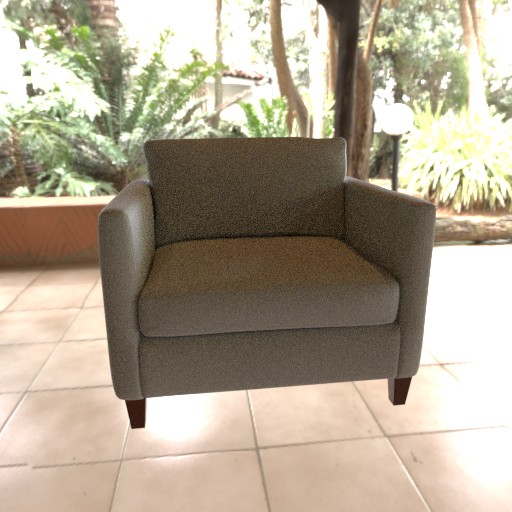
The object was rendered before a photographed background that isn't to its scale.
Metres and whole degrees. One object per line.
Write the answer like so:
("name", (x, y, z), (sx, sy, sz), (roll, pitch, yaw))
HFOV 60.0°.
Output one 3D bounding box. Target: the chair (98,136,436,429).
("chair", (0.000, 0.000, 1.865), (1.107, 0.961, 0.953), (-2, 16, -8))
